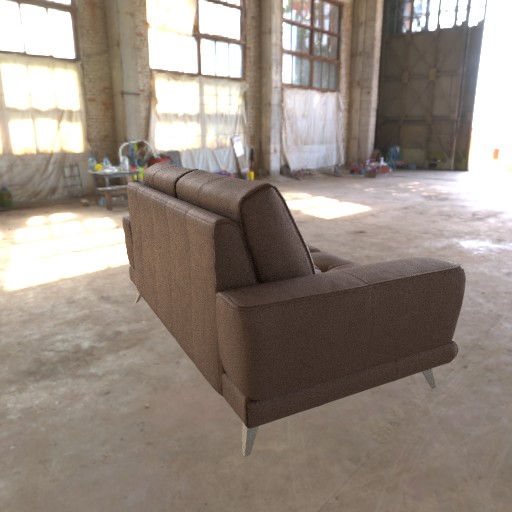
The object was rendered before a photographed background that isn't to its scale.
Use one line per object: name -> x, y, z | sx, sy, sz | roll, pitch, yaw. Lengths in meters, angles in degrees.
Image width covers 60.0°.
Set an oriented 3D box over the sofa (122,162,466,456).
sofa -> 0.000, 0.000, 2.302 | 1.018, 0.907, 1.806 | -8, 17, -27
